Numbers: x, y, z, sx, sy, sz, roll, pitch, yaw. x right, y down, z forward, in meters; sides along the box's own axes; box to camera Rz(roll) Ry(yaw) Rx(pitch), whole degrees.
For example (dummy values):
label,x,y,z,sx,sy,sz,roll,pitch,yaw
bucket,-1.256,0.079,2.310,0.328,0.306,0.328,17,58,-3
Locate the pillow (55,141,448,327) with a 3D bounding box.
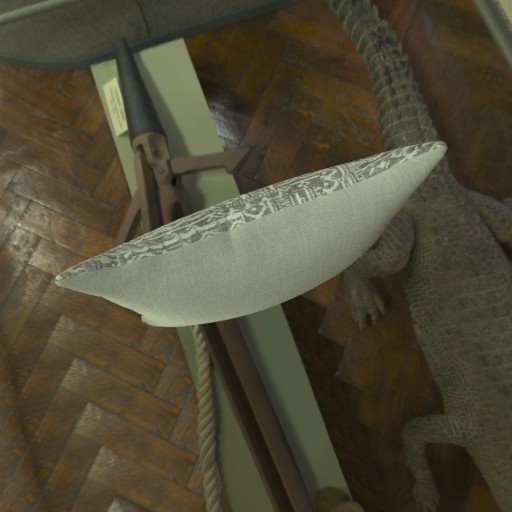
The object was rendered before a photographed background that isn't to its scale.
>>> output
label,x,y,z,sx,sy,sz,roll,pitch,yaw
pillow,0.000,0.000,0.796,0.546,0.487,0.180,-20,77,-5
